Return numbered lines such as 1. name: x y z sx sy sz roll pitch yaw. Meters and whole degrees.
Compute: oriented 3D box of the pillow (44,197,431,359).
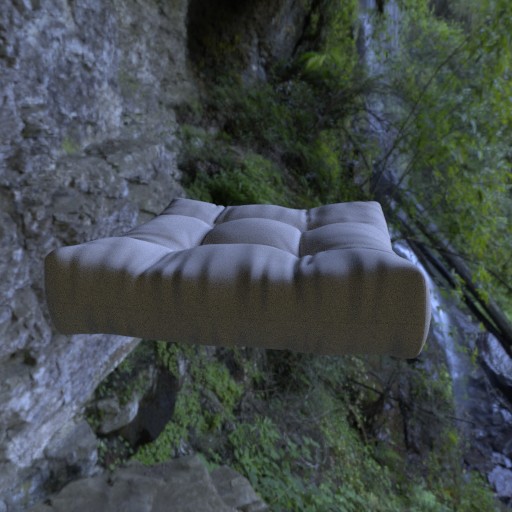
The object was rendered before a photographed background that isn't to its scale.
1. pillow: 0.000 0.000 0.730 0.468 0.128 0.490 2 16 8
